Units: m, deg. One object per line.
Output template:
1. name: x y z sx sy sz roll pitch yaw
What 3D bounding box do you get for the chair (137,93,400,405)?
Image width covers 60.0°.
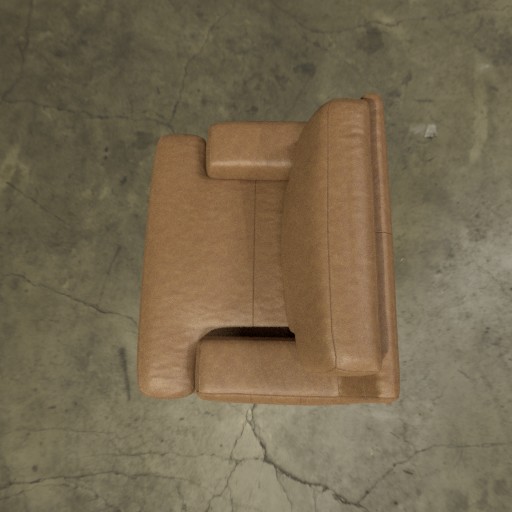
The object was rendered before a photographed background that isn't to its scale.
1. chair: 0.000 0.000 1.993 1.050 0.978 1.276 1 76 0
